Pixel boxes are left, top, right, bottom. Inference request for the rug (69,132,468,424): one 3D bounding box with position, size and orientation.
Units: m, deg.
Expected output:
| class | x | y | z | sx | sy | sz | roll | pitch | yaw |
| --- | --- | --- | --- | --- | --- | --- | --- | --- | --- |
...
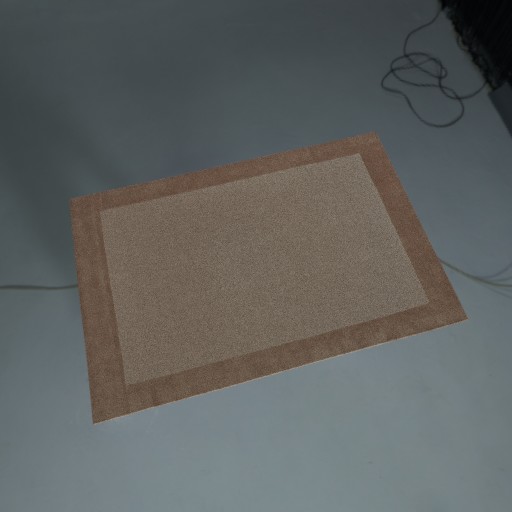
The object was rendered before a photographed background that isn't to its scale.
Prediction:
| class | x | y | z | sx | sy | sz | roll | pitch | yaw |
| --- | --- | --- | --- | --- | --- | --- | --- | --- | --- |
| rug | 0.000 | 0.000 | 2.320 | 1.829 | 0.014 | 1.219 | -14 | 65 | -6 |
